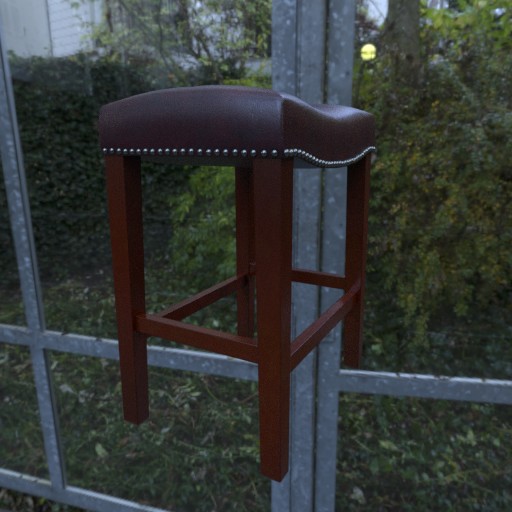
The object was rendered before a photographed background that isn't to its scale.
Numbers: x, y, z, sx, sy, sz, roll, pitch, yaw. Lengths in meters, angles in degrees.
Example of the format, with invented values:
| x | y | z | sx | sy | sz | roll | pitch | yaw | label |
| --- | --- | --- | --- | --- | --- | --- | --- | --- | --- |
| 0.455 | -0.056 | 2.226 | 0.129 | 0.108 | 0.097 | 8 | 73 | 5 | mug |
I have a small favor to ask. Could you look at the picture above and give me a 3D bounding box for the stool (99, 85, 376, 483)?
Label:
| x | y | z | sx | sy | sz | roll | pitch | yaw | label |
| --- | --- | --- | --- | --- | --- | --- | --- | --- | --- |
| 0.000 | 0.000 | 0.972 | 0.372 | 0.657 | 0.504 | 8 | 16 | 28 | stool |
